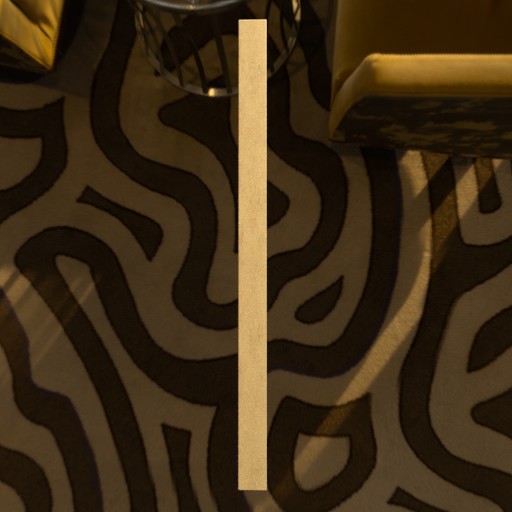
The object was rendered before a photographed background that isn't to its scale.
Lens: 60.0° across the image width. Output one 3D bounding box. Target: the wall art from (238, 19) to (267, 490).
[{"bbox_3d":[0.000,0.000,0.691,0.032,0.380,0.532,0,89,1],"label":"wall art"}]
